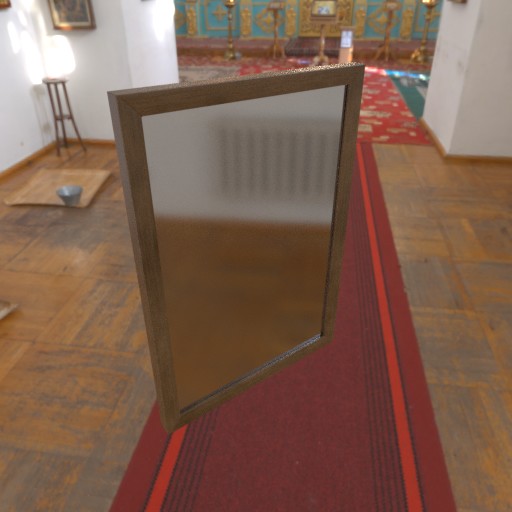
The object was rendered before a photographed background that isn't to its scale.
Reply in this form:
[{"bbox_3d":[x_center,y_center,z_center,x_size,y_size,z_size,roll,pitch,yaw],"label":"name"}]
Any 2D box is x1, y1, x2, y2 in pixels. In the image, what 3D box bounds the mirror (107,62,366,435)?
[{"bbox_3d":[0.000,0.000,0.930,0.507,0.710,0.040,-21,37,-31],"label":"mirror"}]
